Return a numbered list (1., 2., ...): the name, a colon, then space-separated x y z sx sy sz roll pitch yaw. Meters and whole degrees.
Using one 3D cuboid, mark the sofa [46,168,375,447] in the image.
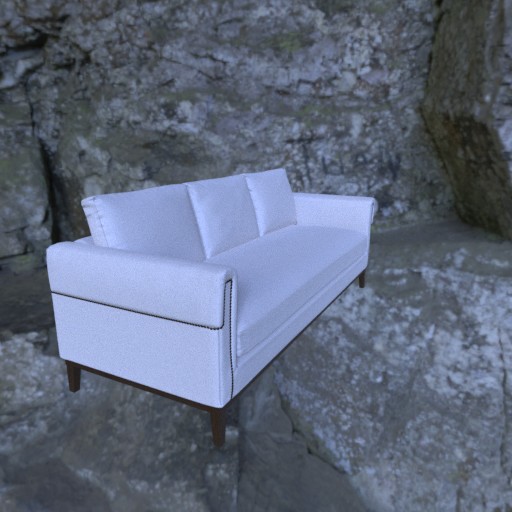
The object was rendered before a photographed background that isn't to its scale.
1. sofa: 0.000 0.000 2.666 0.902 0.911 2.198 8 17 27
